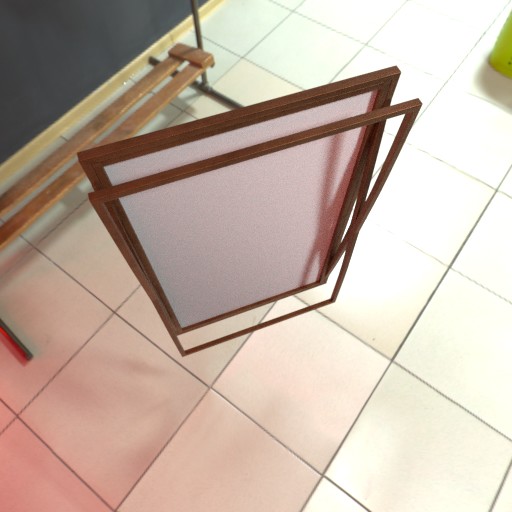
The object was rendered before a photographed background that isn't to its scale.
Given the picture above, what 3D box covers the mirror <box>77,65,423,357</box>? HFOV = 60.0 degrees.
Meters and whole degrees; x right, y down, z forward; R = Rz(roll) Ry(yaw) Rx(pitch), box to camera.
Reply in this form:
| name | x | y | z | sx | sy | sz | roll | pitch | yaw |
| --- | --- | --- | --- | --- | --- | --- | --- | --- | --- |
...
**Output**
| name | x | y | z | sx | sy | sz | roll | pitch | yaw |
| --- | --- | --- | --- | --- | --- | --- | --- | --- | --- |
| mirror | 0.000 | 0.000 | 0.936 | 0.468 | 0.768 | 0.082 | -18 | 65 | -9 |
